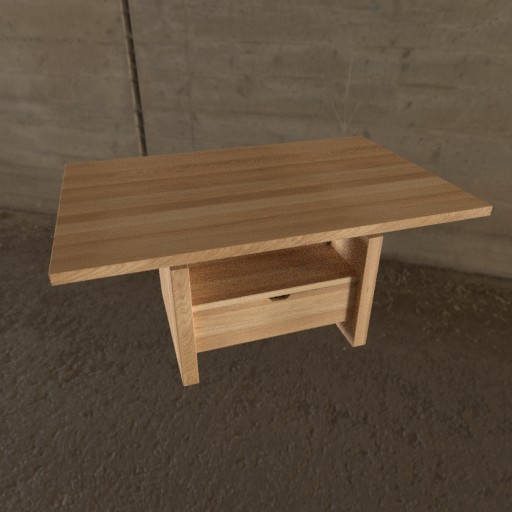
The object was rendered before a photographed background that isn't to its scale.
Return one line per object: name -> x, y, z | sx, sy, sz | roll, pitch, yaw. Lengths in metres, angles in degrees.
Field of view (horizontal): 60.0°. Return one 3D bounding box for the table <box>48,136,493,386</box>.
table -> 0.000, 0.000, 1.453 | 1.100, 0.510, 0.700 | -9, 32, -15
